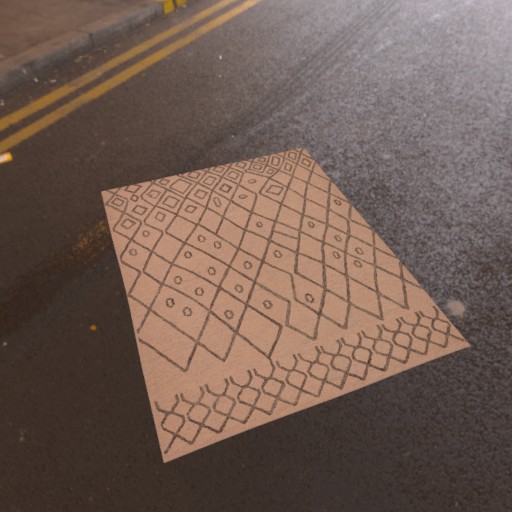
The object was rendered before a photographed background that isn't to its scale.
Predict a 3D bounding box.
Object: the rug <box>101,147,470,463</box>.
[{"bbox_3d":[0.000,0.000,4.154,2.446,0.015,3.046,-15,48,-15],"label":"rug"}]
